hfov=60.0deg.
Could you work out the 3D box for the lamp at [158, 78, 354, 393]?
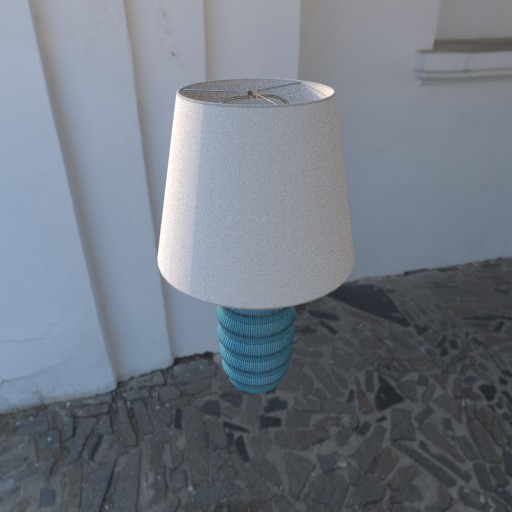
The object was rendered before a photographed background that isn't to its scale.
[{"bbox_3d":[0.000,0.000,0.817,0.355,0.582,0.355,0,30,0],"label":"lamp"}]
